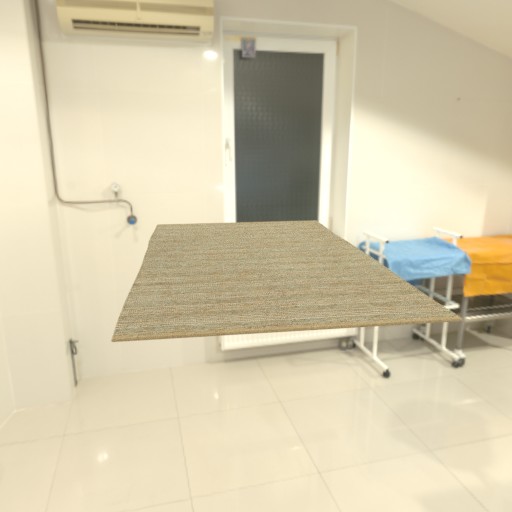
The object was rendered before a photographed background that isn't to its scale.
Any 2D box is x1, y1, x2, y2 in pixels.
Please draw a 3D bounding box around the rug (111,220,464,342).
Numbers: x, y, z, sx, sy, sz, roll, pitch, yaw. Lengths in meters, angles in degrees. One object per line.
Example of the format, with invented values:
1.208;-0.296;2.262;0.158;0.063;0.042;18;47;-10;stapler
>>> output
0.000;0.000;3.046;1.540;0.012;2.448;-2;15;-8;rug
